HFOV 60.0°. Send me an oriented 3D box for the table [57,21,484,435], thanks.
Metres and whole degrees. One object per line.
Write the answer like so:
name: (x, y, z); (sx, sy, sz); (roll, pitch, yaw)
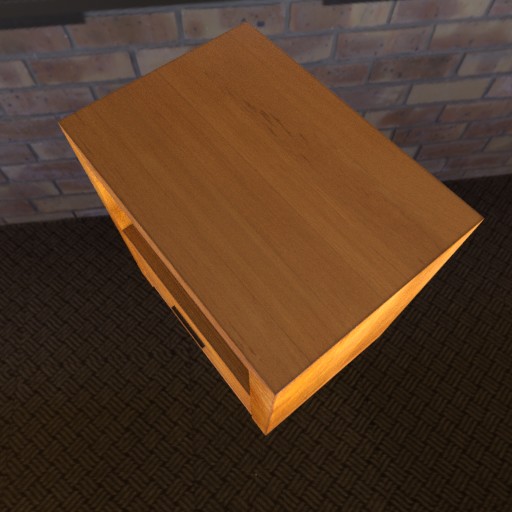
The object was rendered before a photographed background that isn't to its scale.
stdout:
table: (0.000, 0.000, 0.947); (0.400, 0.605, 0.550); (-36, 69, -16)
